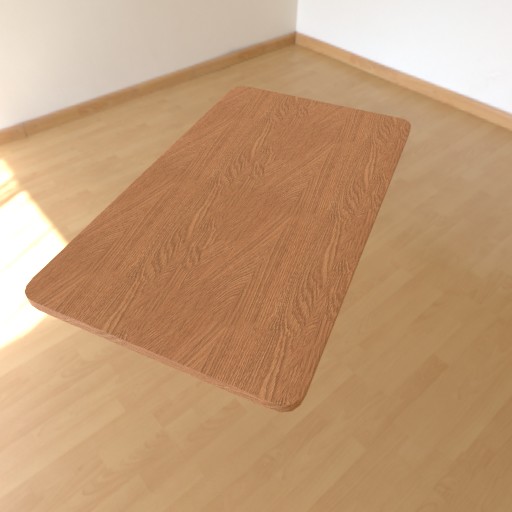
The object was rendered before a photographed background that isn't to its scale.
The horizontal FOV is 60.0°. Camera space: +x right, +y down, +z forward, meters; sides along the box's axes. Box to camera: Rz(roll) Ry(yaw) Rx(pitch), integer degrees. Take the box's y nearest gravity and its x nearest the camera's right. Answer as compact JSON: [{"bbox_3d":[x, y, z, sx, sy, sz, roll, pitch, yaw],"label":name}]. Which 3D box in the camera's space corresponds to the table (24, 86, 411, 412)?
[{"bbox_3d":[0.000,0.000,2.048,0.950,0.770,1.600,18,49,16],"label":"table"}]
